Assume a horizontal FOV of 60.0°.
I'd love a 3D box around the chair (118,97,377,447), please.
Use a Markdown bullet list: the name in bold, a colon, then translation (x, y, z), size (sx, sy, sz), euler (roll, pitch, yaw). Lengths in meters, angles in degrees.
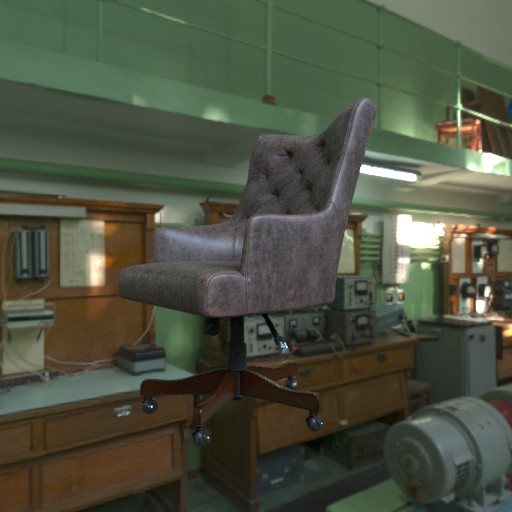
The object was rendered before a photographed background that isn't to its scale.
- **chair**: translation (0.000, 0.000, 1.523), size (0.762, 1.035, 0.641), euler (0, 0, -36)
